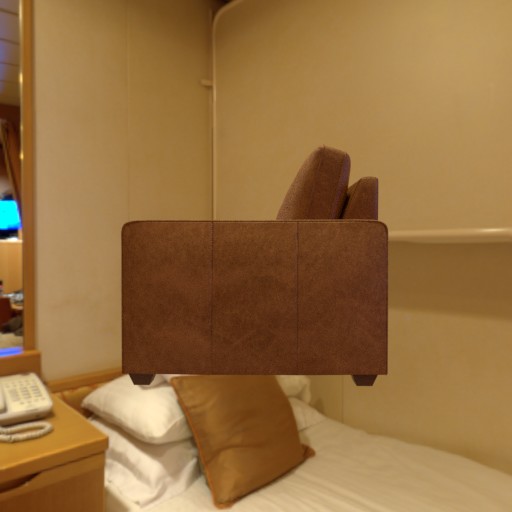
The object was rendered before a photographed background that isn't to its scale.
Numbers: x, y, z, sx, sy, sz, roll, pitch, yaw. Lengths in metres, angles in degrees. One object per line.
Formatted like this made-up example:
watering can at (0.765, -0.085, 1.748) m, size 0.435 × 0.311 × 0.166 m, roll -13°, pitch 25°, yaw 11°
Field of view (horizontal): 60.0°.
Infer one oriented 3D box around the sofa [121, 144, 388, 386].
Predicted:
sofa at (0.000, 0.000, 2.649) m, size 0.991 × 0.928 × 2.156 m, roll 0°, pitch 1°, yaw 1°
